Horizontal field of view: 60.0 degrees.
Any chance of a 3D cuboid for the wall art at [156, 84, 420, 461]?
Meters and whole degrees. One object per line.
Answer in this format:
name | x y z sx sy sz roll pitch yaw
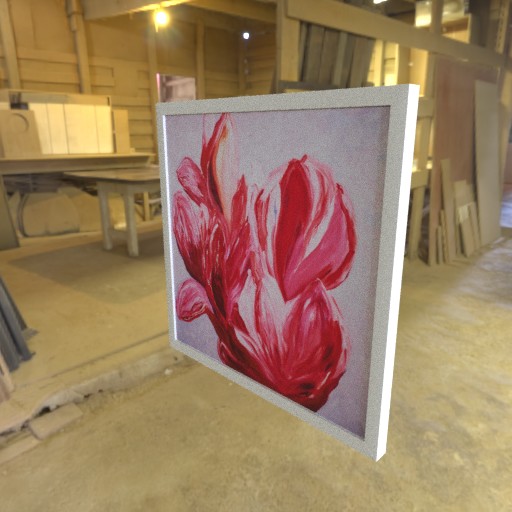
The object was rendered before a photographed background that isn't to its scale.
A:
wall art | 0.000 0.000 0.668 0.455 0.453 0.023 15 21 42
